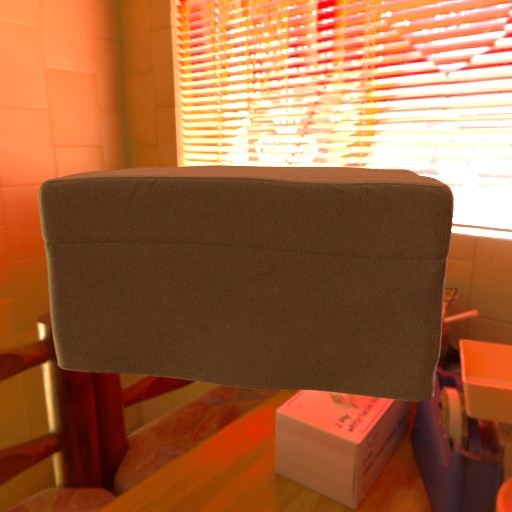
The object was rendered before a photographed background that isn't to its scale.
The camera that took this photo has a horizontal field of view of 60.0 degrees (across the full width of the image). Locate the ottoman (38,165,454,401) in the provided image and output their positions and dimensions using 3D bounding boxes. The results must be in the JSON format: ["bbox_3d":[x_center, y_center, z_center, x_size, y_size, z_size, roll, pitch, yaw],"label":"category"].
[{"bbox_3d":[0.000,0.000,1.191,0.833,0.461,0.648,2,14,10],"label":"ottoman"}]
